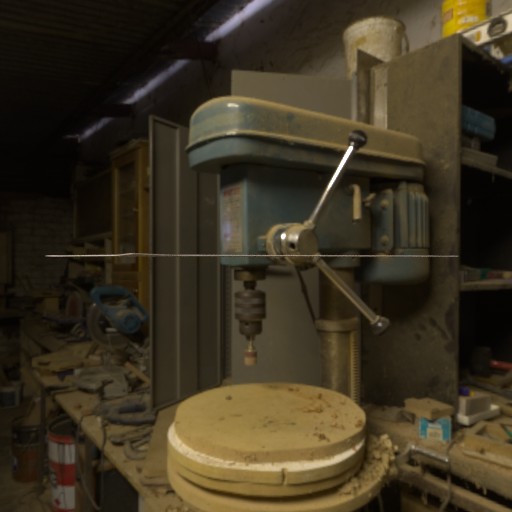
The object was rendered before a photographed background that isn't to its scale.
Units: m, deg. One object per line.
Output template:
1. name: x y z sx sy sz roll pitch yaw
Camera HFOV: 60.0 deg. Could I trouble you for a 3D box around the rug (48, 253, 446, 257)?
1. rug: 0.000 0.000 2.334 1.813 0.008 1.223 0 0 -36
